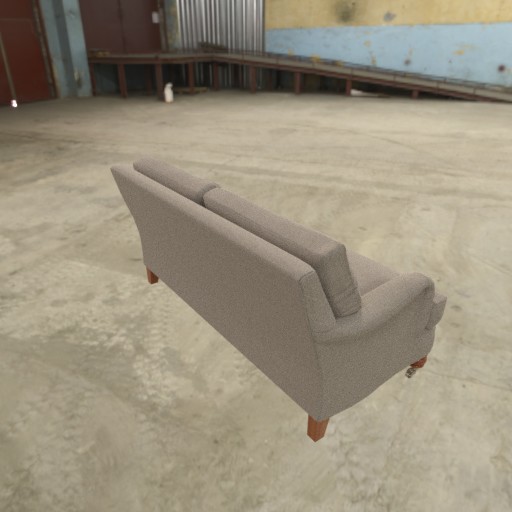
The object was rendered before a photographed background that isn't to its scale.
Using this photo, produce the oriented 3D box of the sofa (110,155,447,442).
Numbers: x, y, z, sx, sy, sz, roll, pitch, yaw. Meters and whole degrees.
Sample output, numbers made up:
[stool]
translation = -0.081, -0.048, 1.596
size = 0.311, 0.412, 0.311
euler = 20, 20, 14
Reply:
[sofa]
translation = 0.000, 0.000, 2.885
size = 1.087, 1.054, 2.160
euler = -17, 30, -32
